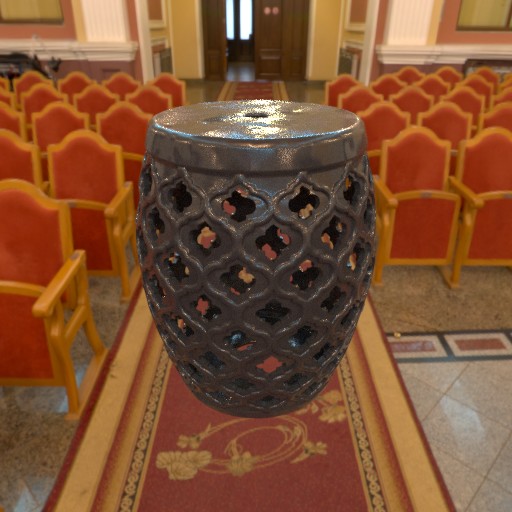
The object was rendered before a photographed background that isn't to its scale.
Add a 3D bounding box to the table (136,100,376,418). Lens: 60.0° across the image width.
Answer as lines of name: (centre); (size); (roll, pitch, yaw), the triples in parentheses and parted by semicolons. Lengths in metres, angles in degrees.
table: (0.000, 0.000, 0.632); (0.325, 0.388, 0.325); (0, 28, 0)
